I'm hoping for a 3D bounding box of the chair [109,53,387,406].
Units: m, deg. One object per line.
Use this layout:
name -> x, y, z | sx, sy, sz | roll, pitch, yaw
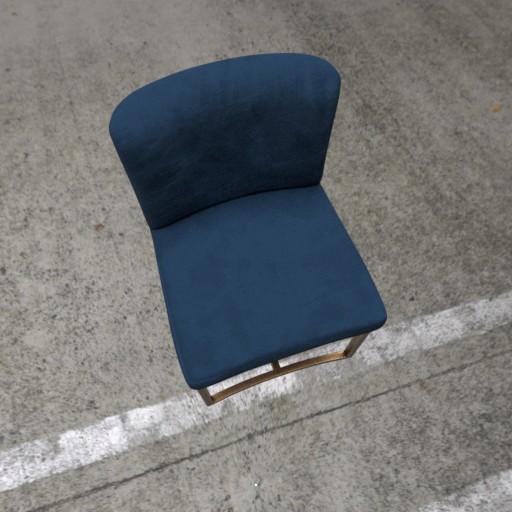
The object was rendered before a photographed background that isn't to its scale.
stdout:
chair -> 0.000, 0.000, 1.178 | 0.530, 0.824, 0.560 | -17, 64, -8
